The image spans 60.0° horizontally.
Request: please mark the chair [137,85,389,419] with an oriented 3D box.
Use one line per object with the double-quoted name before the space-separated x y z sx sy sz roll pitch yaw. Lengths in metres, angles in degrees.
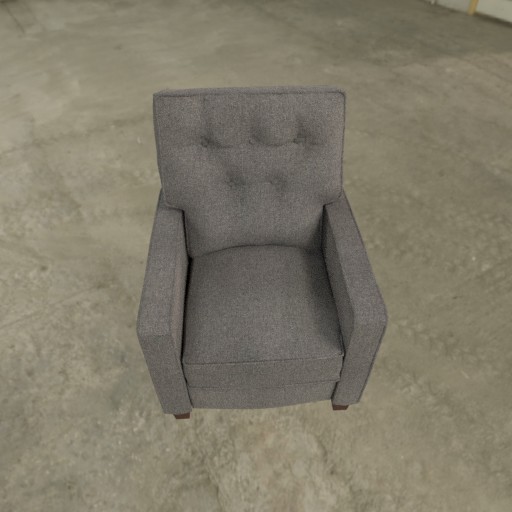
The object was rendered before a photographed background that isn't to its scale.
"chair" 0.000 0.000 1.435 0.650 0.889 0.775 -2 45 -2
